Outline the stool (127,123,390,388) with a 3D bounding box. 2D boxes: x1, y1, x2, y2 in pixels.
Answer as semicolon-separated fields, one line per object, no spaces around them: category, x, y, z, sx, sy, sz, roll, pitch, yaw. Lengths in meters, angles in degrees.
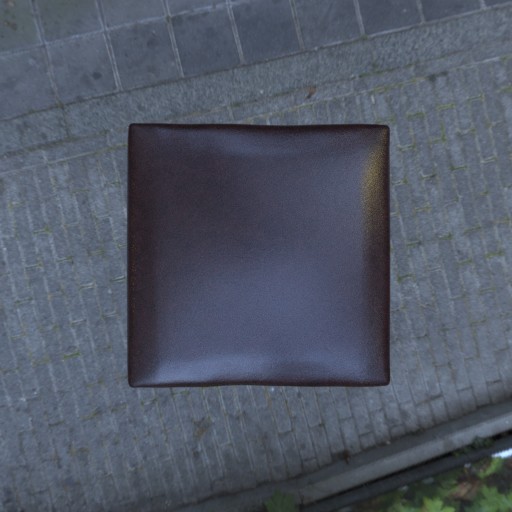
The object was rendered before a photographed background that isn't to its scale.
stool;0.000;0.000;0.968;0.382;0.768;0.383;0;90;-1
